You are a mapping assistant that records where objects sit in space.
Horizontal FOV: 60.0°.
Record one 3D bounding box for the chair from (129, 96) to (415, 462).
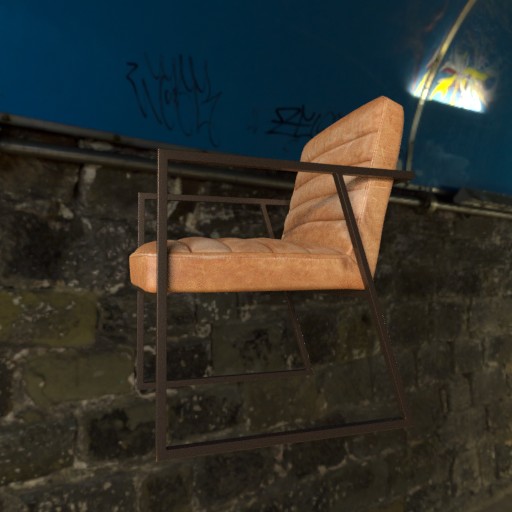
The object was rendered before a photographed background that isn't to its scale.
[{"bbox_3d":[0.000,0.000,1.251,0.677,0.832,0.571,1,-2,-19],"label":"chair"}]
